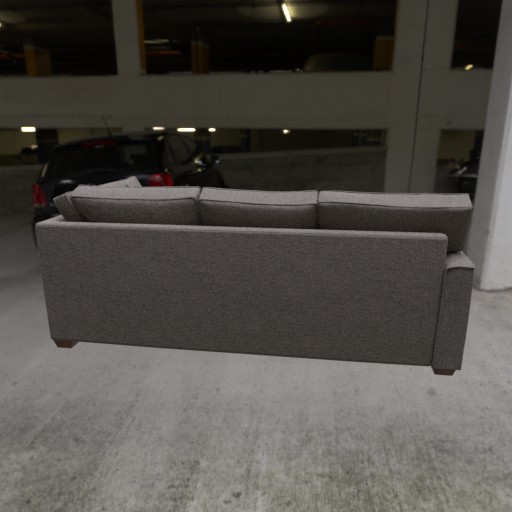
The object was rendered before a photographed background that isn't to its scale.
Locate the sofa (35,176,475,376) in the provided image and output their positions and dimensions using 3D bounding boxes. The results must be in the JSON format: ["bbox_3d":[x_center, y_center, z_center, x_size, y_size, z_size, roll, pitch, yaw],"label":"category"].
[{"bbox_3d":[0.000,0.000,2.827,2.317,0.962,1.061,2,16,8],"label":"sofa"}]
